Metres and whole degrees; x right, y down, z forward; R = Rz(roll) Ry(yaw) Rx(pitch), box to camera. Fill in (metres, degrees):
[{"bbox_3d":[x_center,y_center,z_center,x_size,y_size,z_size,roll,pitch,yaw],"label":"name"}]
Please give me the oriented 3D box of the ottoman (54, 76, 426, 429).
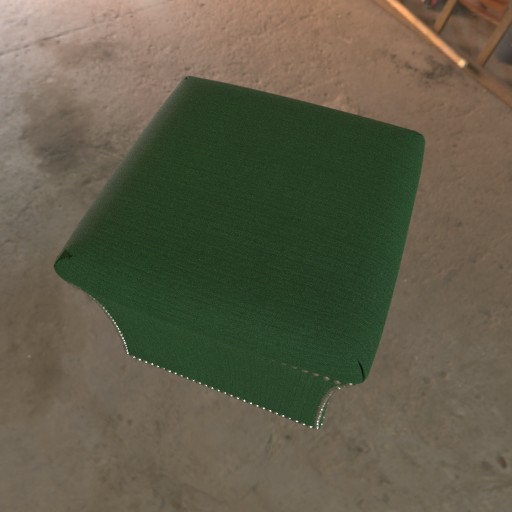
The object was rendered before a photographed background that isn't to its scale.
[{"bbox_3d":[0.000,0.000,0.907,0.507,0.475,0.497,18,61,11],"label":"ottoman"}]
